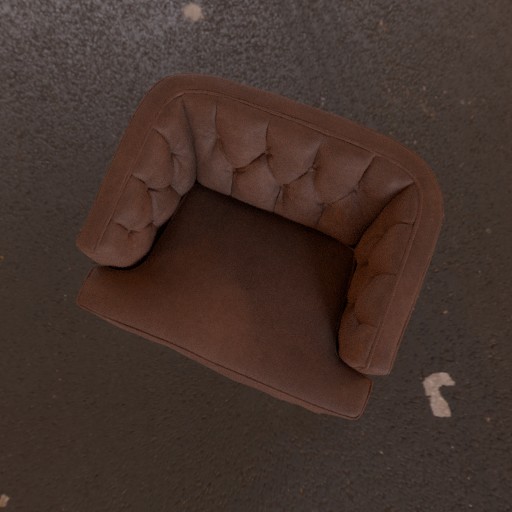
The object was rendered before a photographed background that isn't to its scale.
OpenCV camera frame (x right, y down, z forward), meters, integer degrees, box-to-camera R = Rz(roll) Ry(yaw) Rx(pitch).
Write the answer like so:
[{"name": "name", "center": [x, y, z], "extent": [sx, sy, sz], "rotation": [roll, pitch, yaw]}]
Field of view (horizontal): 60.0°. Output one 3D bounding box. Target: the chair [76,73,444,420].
[{"name": "chair", "center": [0.000, 0.000, 1.708], "extent": [1.118, 0.787, 0.914], "rotation": [22, 77, 5]}]
